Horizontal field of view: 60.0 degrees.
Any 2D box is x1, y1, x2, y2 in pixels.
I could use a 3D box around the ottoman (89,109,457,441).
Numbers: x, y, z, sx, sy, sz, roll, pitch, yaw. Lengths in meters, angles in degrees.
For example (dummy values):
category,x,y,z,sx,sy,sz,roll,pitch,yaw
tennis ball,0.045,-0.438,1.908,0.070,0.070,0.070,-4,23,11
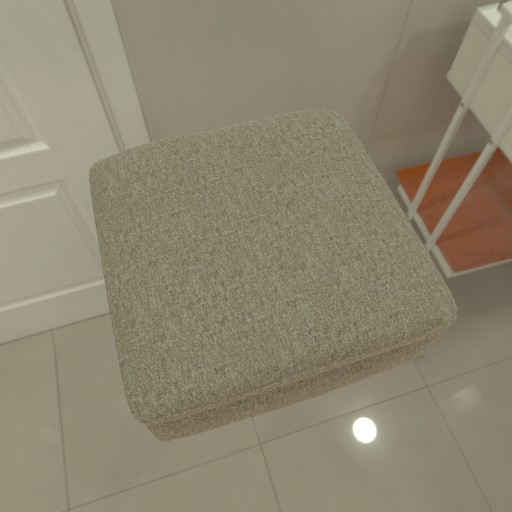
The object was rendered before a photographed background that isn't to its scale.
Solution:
category,x,y,z,sx,sy,sz,roll,pitch,yaw
ottoman,0.000,0.000,1.649,1.039,0.526,1.035,-15,60,-9
